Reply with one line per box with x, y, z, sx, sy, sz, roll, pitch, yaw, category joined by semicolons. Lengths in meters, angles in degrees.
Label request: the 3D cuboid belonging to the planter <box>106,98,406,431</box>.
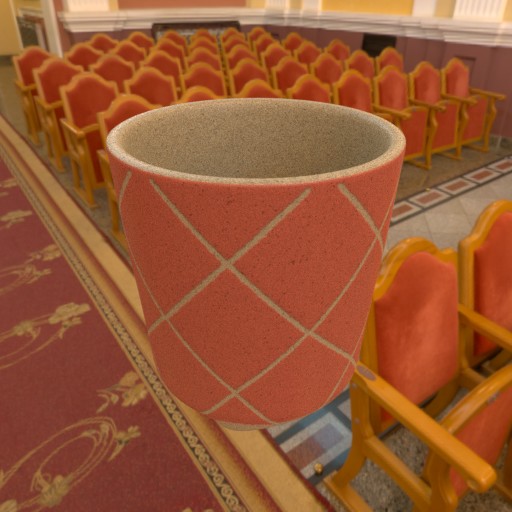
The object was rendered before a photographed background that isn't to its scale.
0.000;0.000;0.409;0.227;0.235;0.227;0;31;0;planter
